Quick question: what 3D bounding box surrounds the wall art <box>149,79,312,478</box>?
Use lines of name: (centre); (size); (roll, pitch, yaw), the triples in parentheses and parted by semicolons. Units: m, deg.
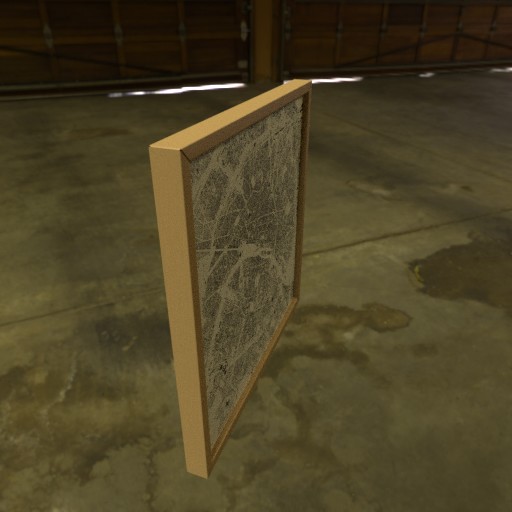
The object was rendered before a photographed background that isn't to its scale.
wall art: (0.000, 0.000, 0.766); (0.036, 0.509, 0.509); (10, 31, 18)
